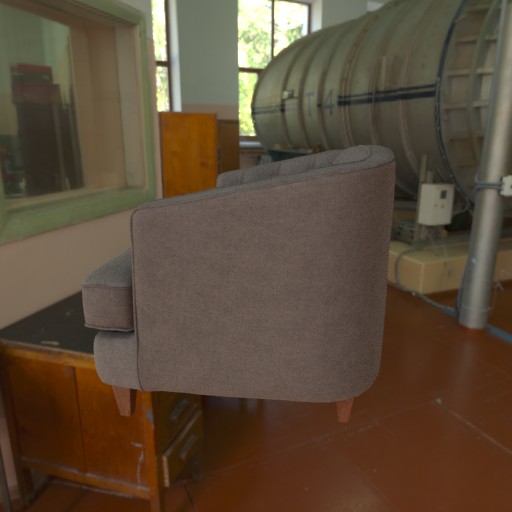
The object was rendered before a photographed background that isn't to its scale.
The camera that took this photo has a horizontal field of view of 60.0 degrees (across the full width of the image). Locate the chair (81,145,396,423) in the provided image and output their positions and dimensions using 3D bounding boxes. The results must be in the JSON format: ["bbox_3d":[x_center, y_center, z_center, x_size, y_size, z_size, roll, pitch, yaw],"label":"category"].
[{"bbox_3d":[0.000,0.000,1.755,0.941,0.852,1.104,3,16,9],"label":"chair"}]
